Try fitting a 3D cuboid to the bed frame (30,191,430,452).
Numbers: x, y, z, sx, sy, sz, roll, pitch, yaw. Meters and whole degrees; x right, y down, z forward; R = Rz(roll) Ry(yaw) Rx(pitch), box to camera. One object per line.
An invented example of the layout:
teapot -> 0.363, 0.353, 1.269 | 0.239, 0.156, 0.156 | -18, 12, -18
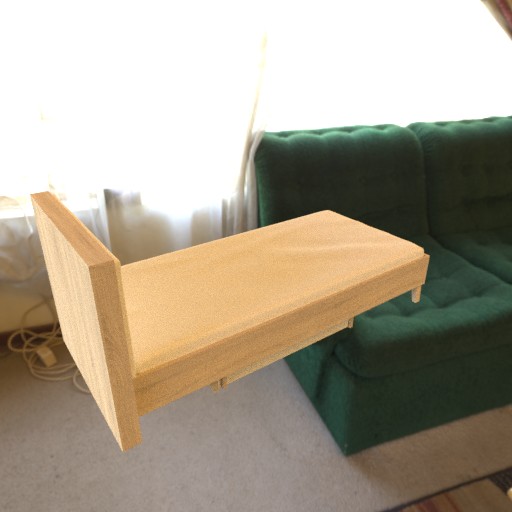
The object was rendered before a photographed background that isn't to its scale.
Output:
bed frame -> 0.000, 0.000, 2.665 | 2.140, 0.920, 0.990 | -17, 31, -31
